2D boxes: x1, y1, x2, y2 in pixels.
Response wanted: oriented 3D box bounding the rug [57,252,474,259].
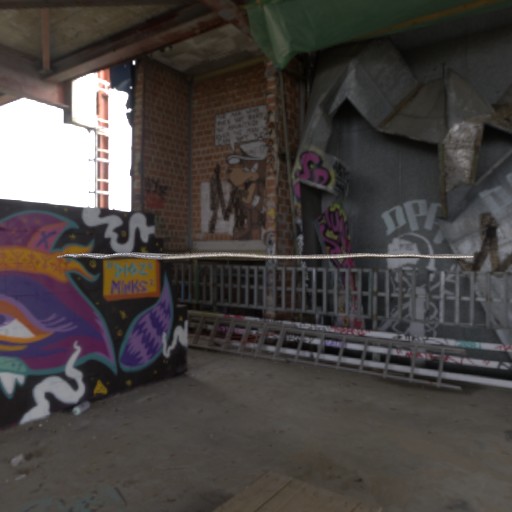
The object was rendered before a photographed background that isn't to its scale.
[{"bbox_3d":[0.000,0.000,0.886,0.642,0.008,0.551,0,0,-35],"label":"rug"}]
